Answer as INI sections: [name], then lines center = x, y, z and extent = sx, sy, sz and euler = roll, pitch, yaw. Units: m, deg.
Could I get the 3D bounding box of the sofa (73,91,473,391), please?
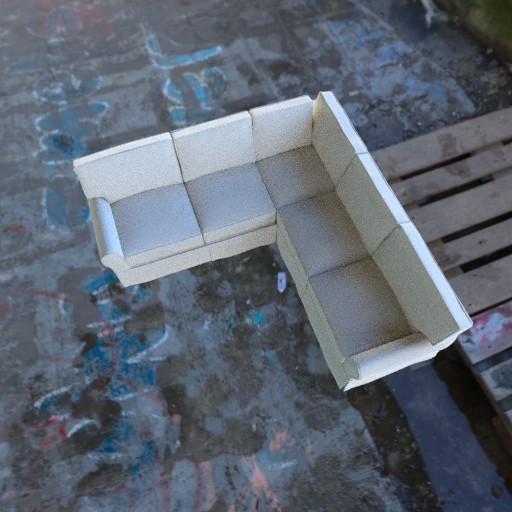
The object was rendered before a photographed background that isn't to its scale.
[sofa]
center = 0.000, 0.000, 3.937
extent = 2.591, 1.070, 2.597
euler = -18, 64, -9
